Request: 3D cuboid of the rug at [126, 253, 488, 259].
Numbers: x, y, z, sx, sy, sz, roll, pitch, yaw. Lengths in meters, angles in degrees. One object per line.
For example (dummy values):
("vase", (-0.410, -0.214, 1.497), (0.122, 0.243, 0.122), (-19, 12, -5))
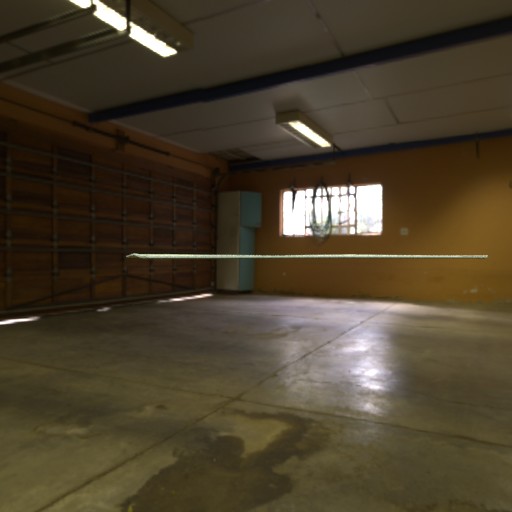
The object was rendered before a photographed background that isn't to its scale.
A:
("rug", (0.000, 0.000, 2.983), (1.613, 0.030, 2.306), (0, 0, -18))
